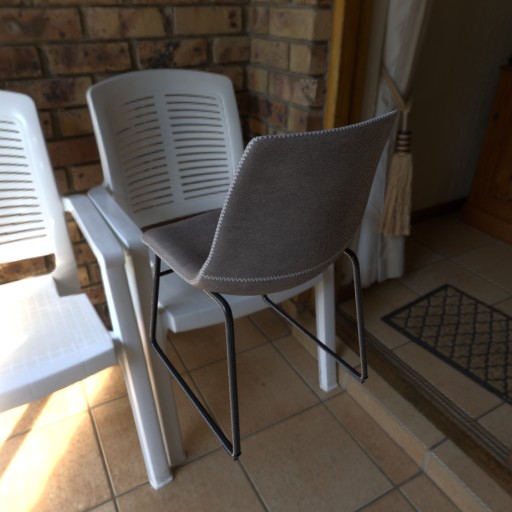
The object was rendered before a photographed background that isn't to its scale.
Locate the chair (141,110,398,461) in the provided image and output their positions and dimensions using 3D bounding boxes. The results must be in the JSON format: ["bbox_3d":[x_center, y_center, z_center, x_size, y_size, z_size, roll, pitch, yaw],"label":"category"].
[{"bbox_3d":[0.000,0.000,1.140,0.460,0.780,0.550,-19,35,-29],"label":"chair"}]
